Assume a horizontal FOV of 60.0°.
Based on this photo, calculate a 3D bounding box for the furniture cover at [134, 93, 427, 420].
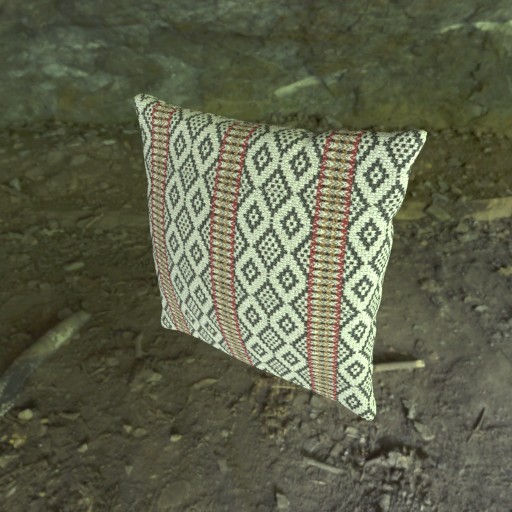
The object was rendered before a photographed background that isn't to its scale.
[{"bbox_3d":[0.000,0.000,0.785,0.503,0.506,0.182,17,33,29],"label":"furniture cover"}]
